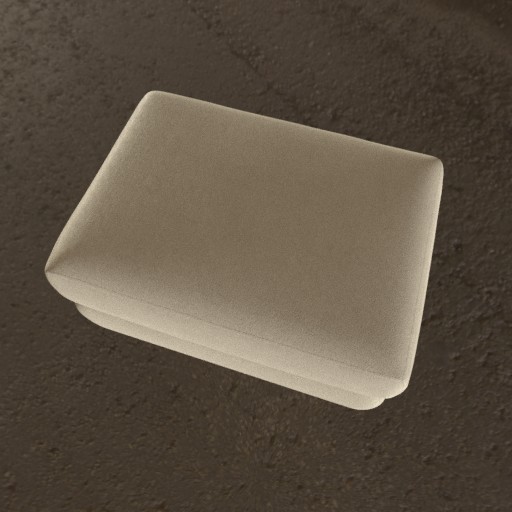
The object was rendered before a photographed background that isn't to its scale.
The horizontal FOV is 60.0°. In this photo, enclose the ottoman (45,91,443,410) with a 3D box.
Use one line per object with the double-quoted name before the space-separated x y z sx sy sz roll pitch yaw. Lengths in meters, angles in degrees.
"ottoman" 0.000 0.000 1.139 0.773 0.499 0.569 16 64 8
